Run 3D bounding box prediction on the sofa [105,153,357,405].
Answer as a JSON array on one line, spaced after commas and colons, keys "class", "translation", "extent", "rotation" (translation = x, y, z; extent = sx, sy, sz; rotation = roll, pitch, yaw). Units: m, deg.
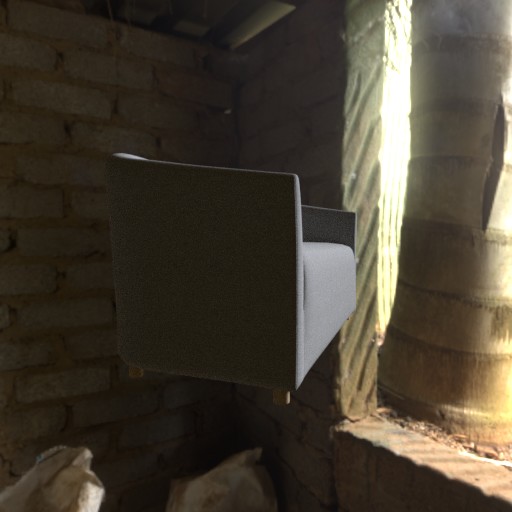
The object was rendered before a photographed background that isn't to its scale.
[{"class": "sofa", "translation": [0.000, 0.000, 1.868], "extent": [0.705, 0.721, 1.452], "rotation": [1, 2, 19]}]
